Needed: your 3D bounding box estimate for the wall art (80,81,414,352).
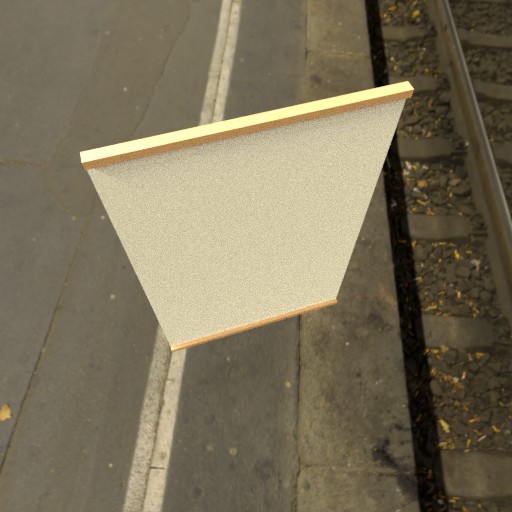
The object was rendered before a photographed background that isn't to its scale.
[{"bbox_3d":[0.000,0.000,1.296,0.669,1.020,0.027,-15,60,-9],"label":"wall art"}]
